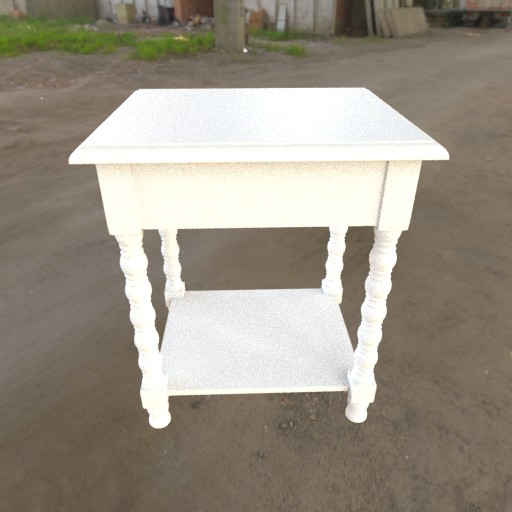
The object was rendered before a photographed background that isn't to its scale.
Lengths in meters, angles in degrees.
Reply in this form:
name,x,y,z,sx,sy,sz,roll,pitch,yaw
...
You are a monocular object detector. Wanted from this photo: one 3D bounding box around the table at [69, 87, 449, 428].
name,x,y,z,sx,sy,sz,roll,pitch,yaw
table,0.000,0.000,0.825,0.460,0.531,0.381,-1,31,-2
